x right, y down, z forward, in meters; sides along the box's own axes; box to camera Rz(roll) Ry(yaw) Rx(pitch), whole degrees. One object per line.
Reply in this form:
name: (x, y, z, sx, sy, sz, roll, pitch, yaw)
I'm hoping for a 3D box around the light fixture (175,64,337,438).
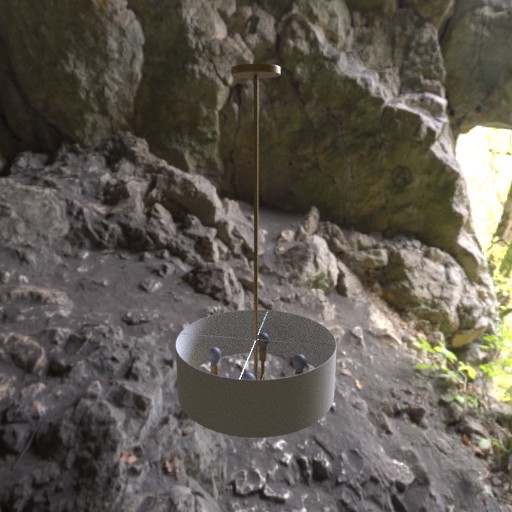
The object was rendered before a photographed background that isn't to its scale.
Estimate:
light fixture: (0.000, 0.000, 1.350, 0.508, 1.067, 0.508, 0, 15, 0)
